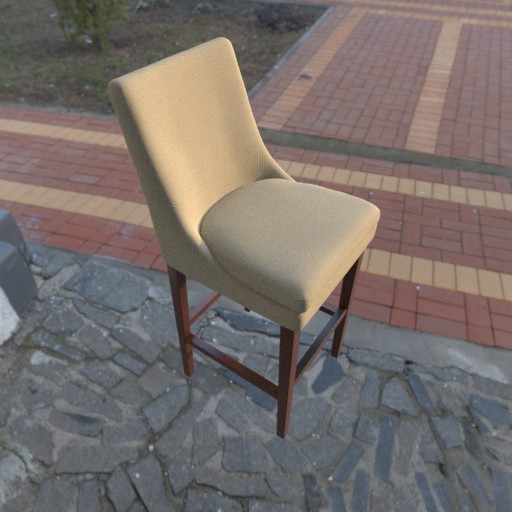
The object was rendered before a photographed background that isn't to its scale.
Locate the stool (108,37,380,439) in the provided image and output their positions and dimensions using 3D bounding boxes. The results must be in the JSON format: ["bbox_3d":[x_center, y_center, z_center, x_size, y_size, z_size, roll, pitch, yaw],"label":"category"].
[{"bbox_3d":[0.000,0.000,1.353,0.577,1.078,0.470,25,48,25],"label":"stool"}]
